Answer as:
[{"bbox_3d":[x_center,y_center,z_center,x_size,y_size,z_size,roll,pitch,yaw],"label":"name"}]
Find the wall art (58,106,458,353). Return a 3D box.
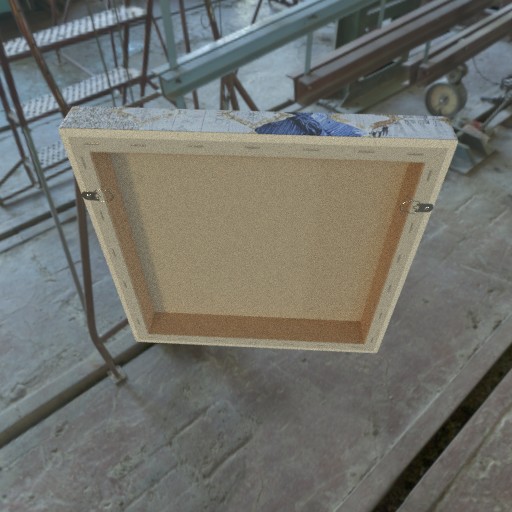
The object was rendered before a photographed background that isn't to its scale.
[{"bbox_3d":[0.000,0.000,0.455,0.303,0.304,0.036,2,47,2],"label":"wall art"}]
